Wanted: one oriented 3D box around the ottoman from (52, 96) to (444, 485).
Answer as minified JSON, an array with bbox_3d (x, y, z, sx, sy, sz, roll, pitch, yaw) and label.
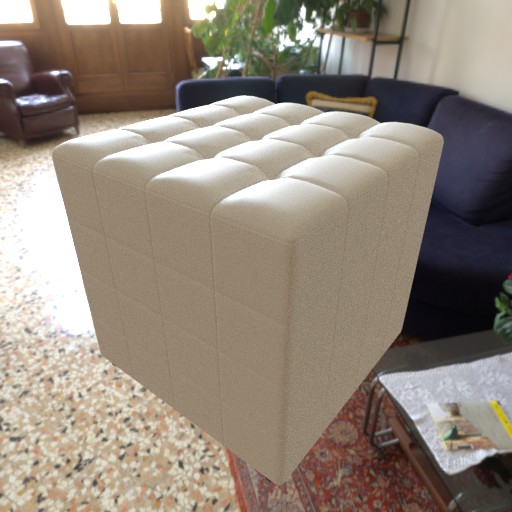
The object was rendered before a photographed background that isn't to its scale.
[{"bbox_3d":[0.000,0.000,0.769,0.425,0.432,0.425,23,38,32],"label":"ottoman"}]
